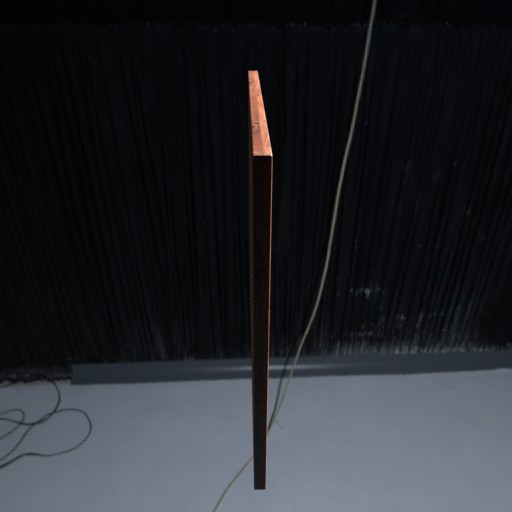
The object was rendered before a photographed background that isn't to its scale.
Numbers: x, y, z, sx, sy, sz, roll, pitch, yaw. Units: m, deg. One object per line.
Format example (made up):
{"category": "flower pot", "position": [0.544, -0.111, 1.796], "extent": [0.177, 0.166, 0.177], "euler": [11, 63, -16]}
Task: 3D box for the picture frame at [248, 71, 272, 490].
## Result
{"category": "picture frame", "position": [0.000, 0.000, 1.196], "extent": [0.029, 0.817, 0.810], "euler": [-1, 31, -1]}
